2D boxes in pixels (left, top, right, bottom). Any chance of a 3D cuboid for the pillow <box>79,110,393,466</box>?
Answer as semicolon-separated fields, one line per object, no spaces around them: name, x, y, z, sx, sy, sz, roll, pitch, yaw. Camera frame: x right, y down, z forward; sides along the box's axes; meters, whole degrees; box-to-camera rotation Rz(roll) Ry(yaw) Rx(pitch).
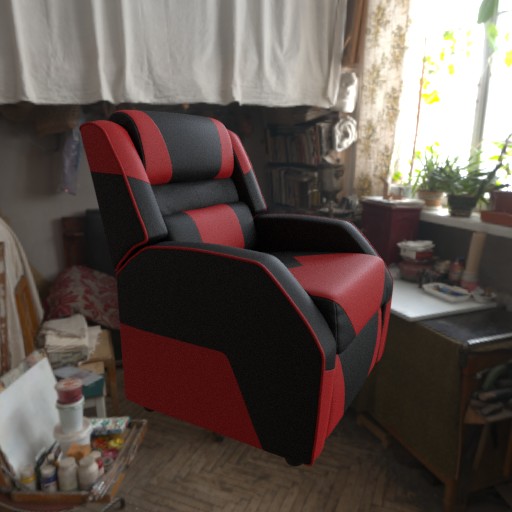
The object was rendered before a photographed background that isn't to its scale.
pillow;0.000;0.000;1.274;0.672;0.805;0.620;8;16;29
